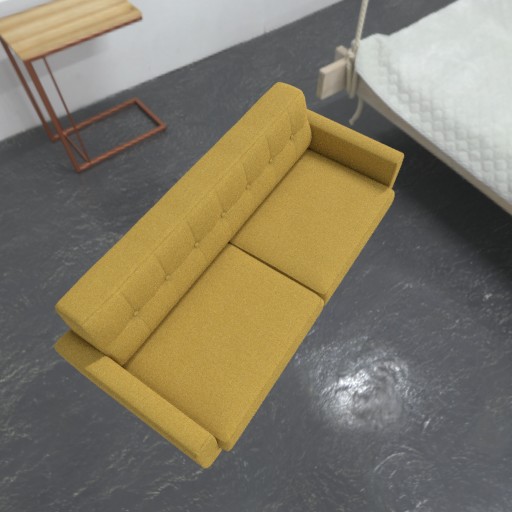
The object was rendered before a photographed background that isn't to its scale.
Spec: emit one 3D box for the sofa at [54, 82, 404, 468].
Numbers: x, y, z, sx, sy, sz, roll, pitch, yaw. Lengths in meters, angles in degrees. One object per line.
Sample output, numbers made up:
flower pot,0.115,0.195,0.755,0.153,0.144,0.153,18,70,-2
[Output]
sofa,0.000,0.000,2.476,0.909,0.841,2.029,30,64,17
